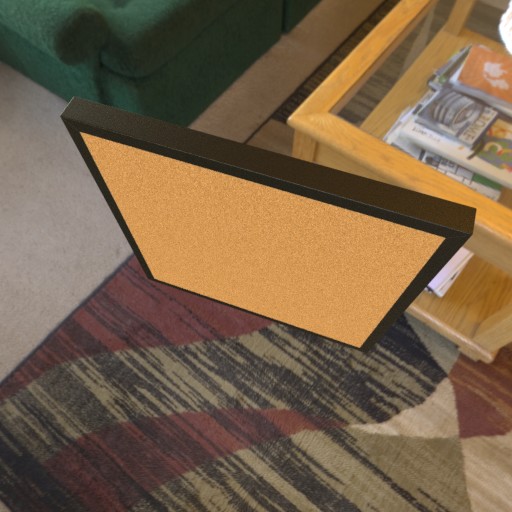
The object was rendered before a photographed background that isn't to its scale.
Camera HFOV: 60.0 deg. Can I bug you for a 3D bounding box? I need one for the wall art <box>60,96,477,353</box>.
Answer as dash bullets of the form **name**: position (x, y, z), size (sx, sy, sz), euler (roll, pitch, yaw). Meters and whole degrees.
- **wall art**: position (0.000, 0.000, 0.748), size (0.508, 0.508, 0.036), euler (18, 65, 9)
